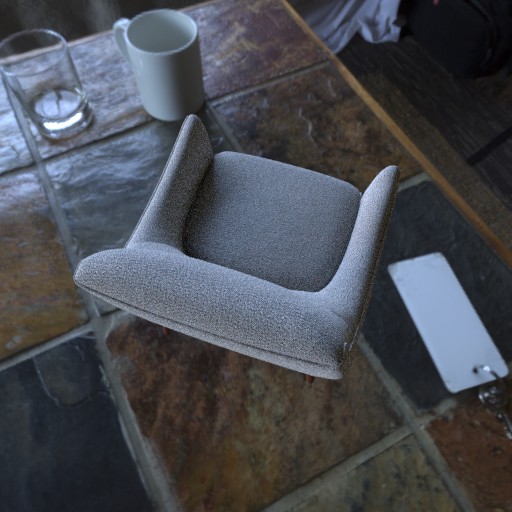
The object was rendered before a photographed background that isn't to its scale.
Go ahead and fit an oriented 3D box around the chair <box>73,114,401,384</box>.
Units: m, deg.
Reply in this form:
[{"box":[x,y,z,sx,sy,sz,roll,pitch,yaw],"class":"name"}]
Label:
[{"box":[0.000,0.000,1.450,0.762,0.838,0.787,17,64,8],"class":"chair"}]
